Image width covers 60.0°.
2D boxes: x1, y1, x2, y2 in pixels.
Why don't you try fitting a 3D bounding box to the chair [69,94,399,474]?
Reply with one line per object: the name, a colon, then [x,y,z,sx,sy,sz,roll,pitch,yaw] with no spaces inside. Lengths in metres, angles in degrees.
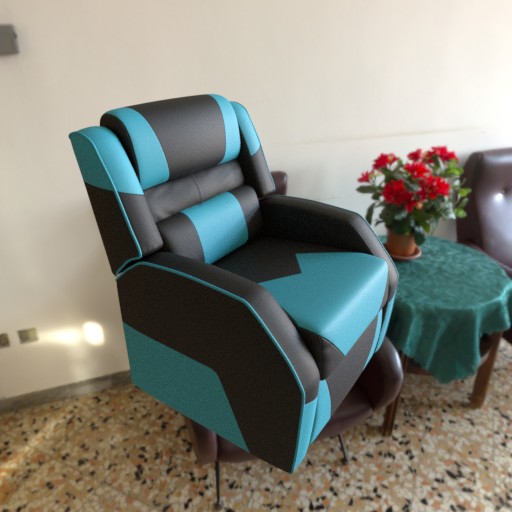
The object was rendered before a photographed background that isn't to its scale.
chair: [0.000,0.000,1.262,0.672,0.805,0.620,17,32,30]
